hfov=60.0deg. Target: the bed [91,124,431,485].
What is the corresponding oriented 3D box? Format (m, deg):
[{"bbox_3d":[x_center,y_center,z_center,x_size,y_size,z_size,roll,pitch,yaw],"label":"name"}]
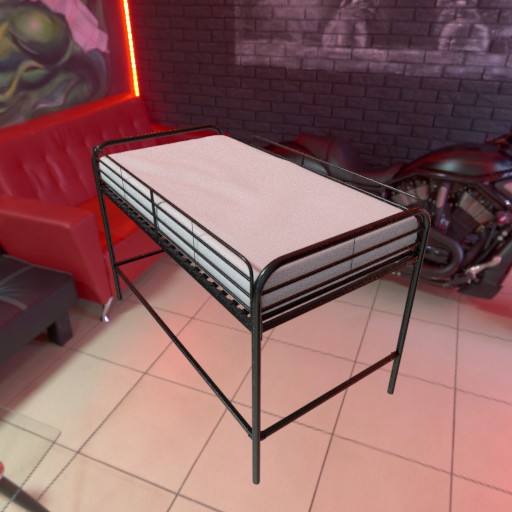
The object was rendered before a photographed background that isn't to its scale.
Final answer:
[{"bbox_3d":[0.000,0.000,2.952,1.393,1.289,1.968,-20,36,-30],"label":"bed"}]
